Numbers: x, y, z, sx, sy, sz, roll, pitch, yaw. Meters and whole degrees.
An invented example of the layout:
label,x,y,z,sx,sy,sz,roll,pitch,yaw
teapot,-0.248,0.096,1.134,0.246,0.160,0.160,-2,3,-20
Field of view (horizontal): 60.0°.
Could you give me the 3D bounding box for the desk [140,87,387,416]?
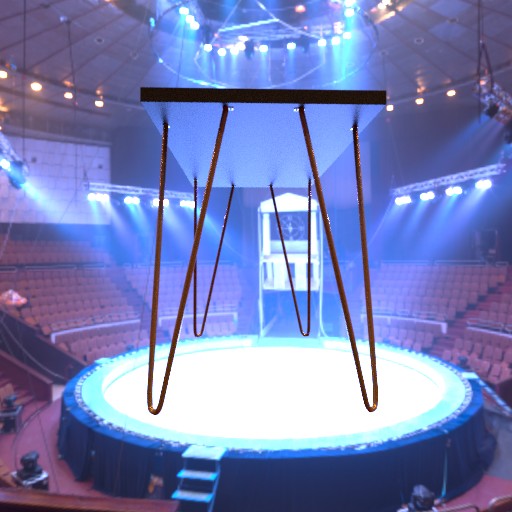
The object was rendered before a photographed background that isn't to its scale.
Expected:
label,x,y,z,sx,sy,sz,roll,pitch,yaw
desk,0.000,0.000,1.386,0.499,0.660,0.991,0,-1,-2
